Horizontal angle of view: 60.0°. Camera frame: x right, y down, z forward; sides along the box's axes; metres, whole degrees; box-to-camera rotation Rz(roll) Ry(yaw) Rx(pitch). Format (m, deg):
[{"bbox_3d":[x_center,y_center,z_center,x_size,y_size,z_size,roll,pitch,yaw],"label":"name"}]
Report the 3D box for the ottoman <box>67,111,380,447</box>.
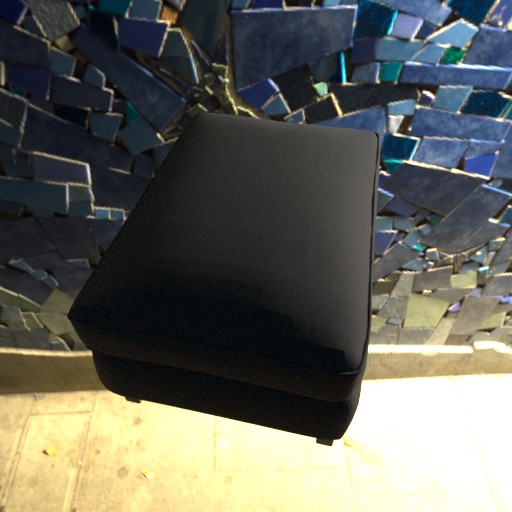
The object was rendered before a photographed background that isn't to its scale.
[{"bbox_3d":[0.000,0.000,0.981,0.508,0.406,0.686,9,47,9],"label":"ottoman"}]
